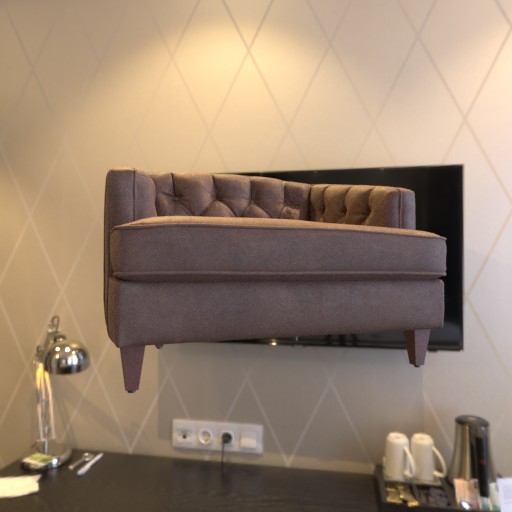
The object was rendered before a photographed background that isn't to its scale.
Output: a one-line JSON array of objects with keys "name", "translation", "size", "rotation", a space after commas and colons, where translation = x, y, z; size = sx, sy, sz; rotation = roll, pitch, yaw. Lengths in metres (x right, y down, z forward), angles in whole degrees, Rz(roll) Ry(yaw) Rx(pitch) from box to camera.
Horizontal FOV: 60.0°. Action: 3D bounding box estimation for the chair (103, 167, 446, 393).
[{"name": "chair", "translation": [0.000, 0.000, 1.717], "size": [1.118, 0.787, 0.914], "rotation": [1, -2, -19]}]
